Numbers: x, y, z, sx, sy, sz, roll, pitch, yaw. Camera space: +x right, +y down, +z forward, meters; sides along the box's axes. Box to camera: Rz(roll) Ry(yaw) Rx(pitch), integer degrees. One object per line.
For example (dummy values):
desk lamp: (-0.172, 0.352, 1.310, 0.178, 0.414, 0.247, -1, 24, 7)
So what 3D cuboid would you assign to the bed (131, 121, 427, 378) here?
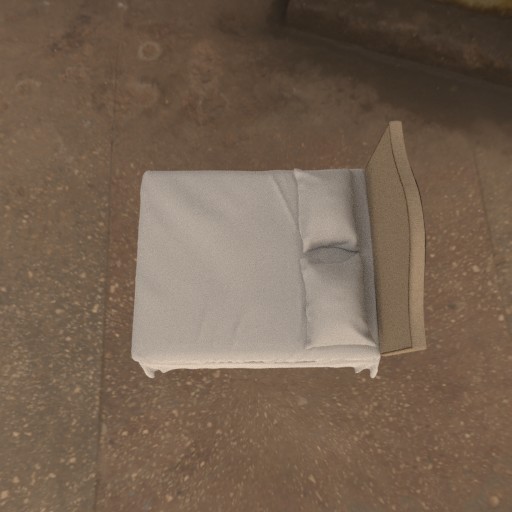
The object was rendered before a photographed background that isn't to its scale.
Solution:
bed: (0.000, 0.000, 3.503, 2.221, 1.645, 1.876, -1, 74, 0)
